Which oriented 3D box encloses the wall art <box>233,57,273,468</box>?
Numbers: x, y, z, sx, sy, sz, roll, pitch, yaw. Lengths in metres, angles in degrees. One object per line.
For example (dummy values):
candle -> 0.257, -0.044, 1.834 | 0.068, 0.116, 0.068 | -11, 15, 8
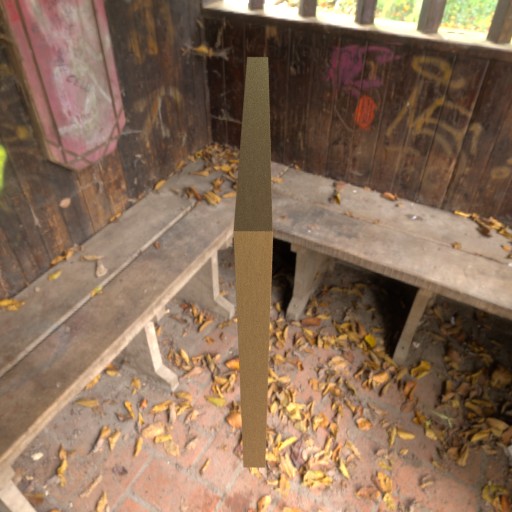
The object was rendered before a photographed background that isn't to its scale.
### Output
wall art -> 0.000, 0.000, 0.777 | 0.037, 0.509, 0.510 | 0, 41, 0
